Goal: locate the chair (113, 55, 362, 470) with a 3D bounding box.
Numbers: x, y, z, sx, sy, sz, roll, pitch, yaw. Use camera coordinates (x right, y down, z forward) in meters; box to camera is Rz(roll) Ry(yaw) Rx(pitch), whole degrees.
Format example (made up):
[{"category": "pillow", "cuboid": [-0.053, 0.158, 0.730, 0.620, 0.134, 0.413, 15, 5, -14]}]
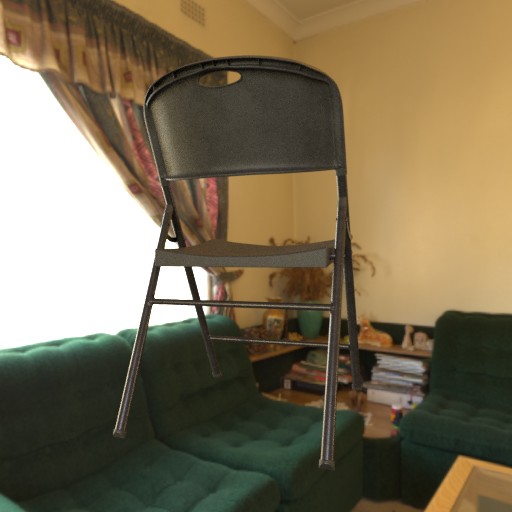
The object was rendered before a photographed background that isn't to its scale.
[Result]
[{"category": "chair", "cuboid": [0.000, 0.000, 1.162, 0.494, 0.810, 0.566, 0, 0, 19]}]
